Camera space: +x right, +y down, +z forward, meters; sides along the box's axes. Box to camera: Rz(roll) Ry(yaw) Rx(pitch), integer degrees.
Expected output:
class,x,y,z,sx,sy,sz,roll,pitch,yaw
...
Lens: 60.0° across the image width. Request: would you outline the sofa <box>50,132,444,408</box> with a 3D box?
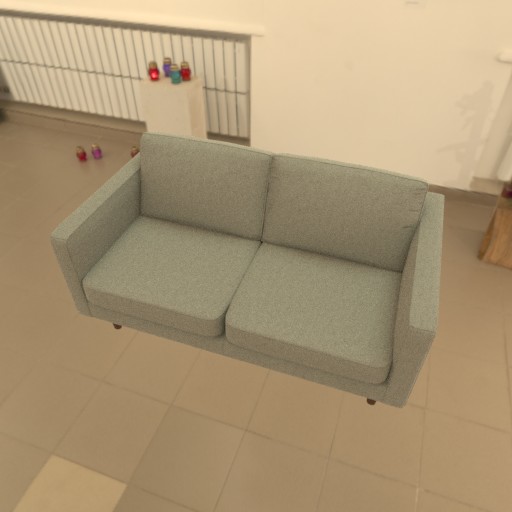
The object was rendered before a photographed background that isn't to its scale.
class,x,y,z,sx,sy,sz,roll,pitch,yaw
sofa,0.000,0.000,2.334,1.731,0.900,1.000,13,43,14
